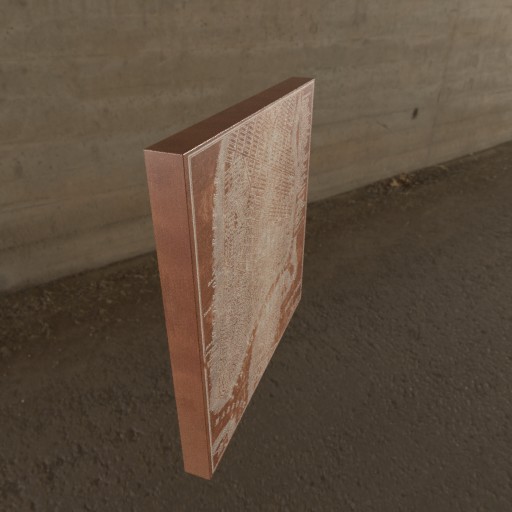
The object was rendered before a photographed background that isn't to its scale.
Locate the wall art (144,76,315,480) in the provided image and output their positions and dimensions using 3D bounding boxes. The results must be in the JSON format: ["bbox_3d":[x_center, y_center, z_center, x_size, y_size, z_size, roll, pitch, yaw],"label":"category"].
[{"bbox_3d":[0.000,0.000,0.603,0.035,0.403,0.403,11,32,18],"label":"wall art"}]
